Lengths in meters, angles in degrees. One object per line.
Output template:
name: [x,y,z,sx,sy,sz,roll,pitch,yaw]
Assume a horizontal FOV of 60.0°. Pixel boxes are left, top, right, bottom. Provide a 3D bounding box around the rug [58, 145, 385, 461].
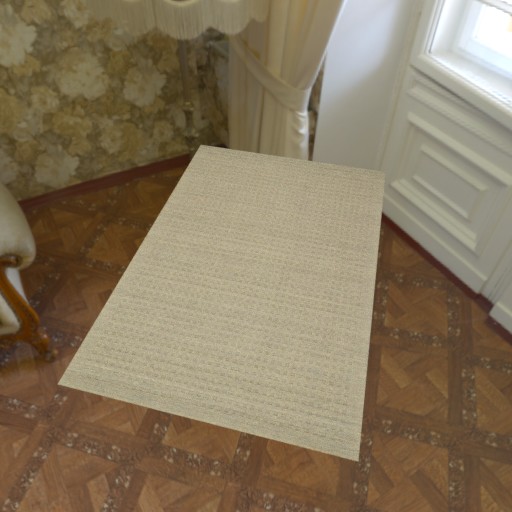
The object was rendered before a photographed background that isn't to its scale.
rug: [0.000,0.000,3.727,1.981,0.006,2.895,11,48,10]
